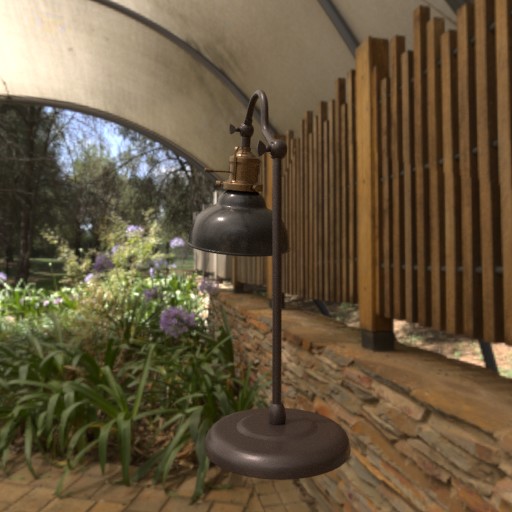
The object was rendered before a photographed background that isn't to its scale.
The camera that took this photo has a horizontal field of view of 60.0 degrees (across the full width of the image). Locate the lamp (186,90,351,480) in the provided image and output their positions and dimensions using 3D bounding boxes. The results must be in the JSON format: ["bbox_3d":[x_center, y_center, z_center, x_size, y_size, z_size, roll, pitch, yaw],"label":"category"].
[{"bbox_3d":[0.000,0.000,0.682,0.192,0.508,0.374,0,-2,-18],"label":"lamp"}]
